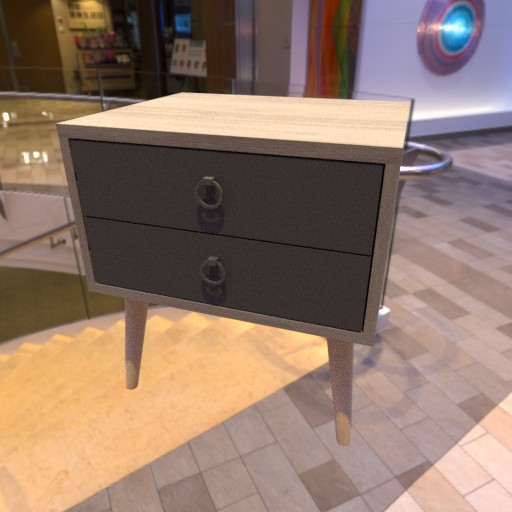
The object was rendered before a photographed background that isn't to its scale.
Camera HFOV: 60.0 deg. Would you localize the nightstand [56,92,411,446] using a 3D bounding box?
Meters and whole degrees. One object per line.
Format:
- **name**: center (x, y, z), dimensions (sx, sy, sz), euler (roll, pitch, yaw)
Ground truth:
- **nightstand**: center (0.000, 0.000, 0.800), dimensions (0.450, 0.500, 0.380), euler (9, 28, 17)
